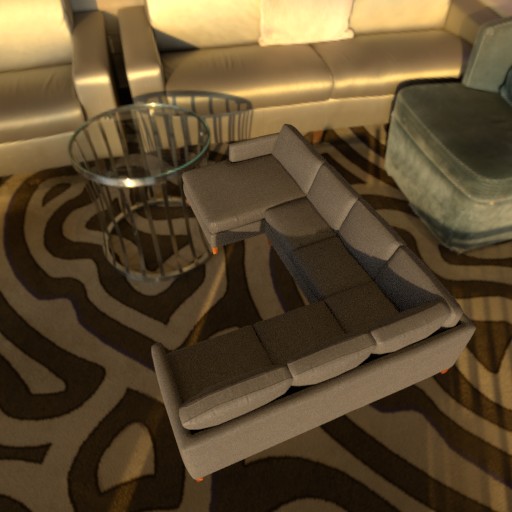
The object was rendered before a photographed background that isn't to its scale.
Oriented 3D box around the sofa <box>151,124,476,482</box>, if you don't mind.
[{"bbox_3d":[0.000,0.000,4.609,2.594,0.961,3.460,-17,49,-16],"label":"sofa"}]
